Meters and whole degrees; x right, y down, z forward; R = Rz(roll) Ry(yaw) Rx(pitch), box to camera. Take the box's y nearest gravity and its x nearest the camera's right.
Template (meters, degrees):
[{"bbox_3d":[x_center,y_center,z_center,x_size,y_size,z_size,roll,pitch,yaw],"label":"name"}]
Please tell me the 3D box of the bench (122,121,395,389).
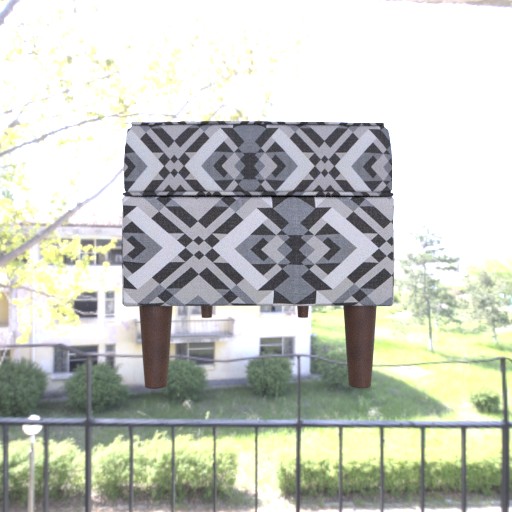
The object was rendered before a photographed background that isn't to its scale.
[{"bbox_3d":[0.000,0.000,1.272,0.492,0.477,1.016,0,0,-1],"label":"bench"}]
